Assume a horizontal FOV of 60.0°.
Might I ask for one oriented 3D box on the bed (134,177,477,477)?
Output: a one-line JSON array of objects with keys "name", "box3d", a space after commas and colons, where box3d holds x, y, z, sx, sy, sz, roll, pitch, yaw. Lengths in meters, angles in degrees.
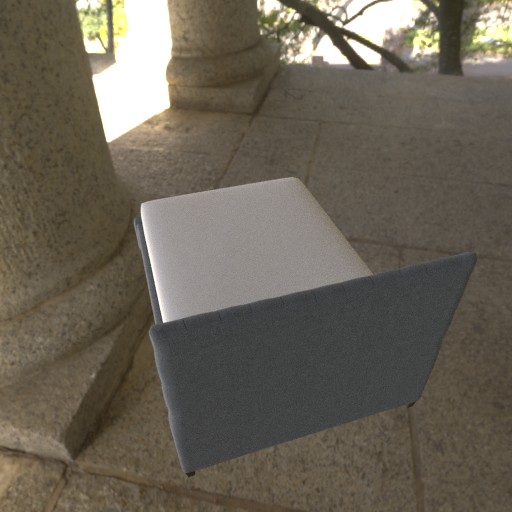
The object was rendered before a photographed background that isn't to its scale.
[{"name": "bed", "box3d": [0.000, 0.000, 3.364, 1.698, 1.411, 2.335, -12, 42, -13]}]
